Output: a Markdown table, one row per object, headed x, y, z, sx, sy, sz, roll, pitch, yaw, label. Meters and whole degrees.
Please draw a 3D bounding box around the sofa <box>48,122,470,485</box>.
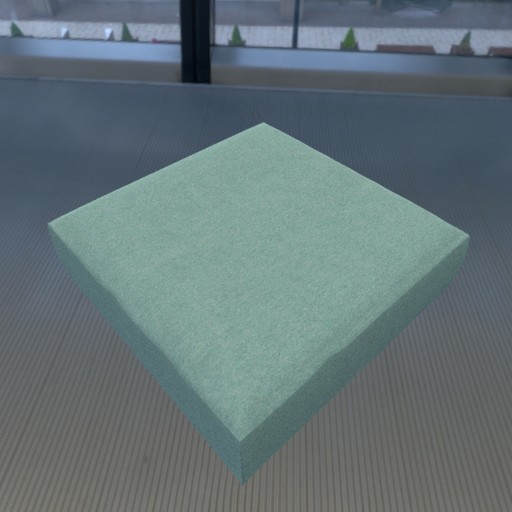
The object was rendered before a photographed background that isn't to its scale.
| x | y | z | sx | sy | sz | roll | pitch | yaw | label |
| --- | --- | --- | --- | --- | --- | --- | --- | --- | --- |
| 0.000 | 0.000 | 1.428 | 0.930 | 0.330 | 0.930 | -33 | 54 | -28 | sofa |
